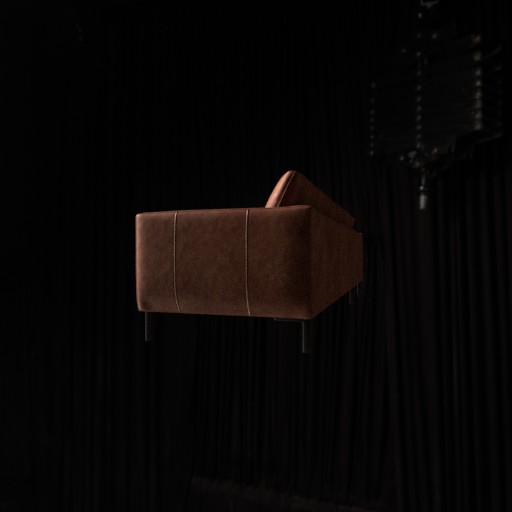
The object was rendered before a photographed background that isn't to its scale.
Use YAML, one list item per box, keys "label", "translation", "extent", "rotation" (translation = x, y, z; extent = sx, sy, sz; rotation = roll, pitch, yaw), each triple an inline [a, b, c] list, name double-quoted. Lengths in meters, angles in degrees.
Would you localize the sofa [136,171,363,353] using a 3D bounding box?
- label: "sofa"
  translation: [0.000, 0.000, 3.568]
  extent: [1.471, 0.859, 2.993]
  rotation: [0, 0, 18]
